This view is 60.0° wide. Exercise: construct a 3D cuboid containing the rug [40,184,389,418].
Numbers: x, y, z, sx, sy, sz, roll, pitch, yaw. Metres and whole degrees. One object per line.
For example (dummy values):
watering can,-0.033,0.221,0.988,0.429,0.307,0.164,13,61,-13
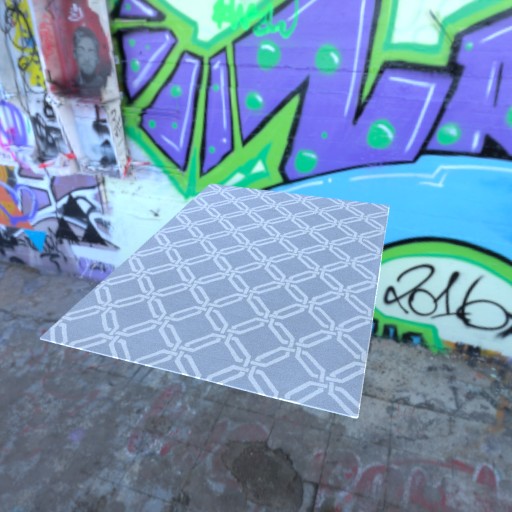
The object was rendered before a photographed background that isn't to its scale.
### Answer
rug,0.000,0.000,2.806,1.522,0.013,2.133,9,32,15
